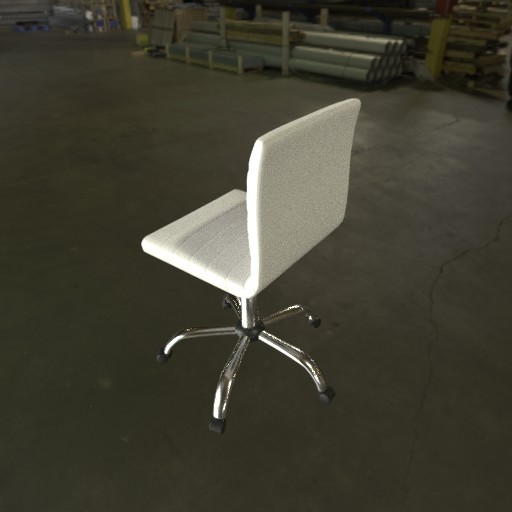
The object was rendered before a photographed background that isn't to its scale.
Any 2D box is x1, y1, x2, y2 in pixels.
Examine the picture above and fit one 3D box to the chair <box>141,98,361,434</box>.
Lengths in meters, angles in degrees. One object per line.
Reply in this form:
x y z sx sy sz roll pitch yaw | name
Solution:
0.000 0.000 1.167 0.530 0.780 0.556 21 38 30 | chair
